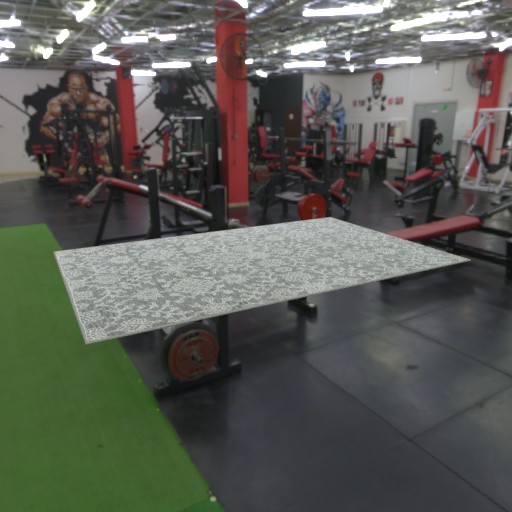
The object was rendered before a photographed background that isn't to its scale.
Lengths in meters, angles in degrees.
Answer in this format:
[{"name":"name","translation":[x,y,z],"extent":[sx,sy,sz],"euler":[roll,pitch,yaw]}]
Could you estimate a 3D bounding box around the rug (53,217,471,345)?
[{"name":"rug","translation":[0.000,0.000,3.036],"extent":[2.430,0.010,1.515],"euler":[-9,19,-27]}]
